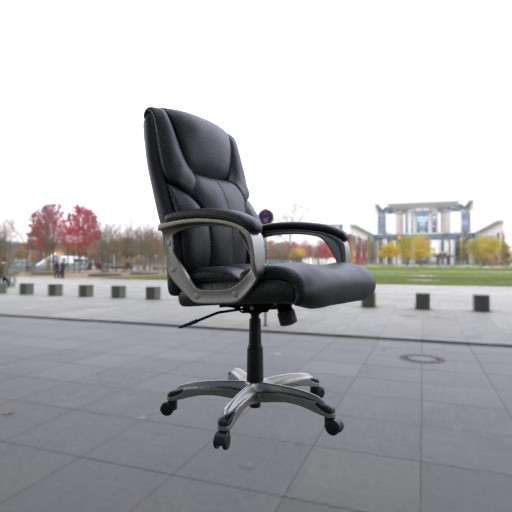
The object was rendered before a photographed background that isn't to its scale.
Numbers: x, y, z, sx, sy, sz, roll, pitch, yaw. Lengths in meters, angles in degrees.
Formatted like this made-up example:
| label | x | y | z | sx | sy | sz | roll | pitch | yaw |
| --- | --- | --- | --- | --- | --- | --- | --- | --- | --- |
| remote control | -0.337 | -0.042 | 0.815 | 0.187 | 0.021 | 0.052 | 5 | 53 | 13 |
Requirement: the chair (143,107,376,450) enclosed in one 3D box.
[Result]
| label | x | y | z | sx | sy | sz | roll | pitch | yaw |
| --- | --- | --- | --- | --- | --- | --- | --- | --- | --- |
| chair | 0.000 | 0.000 | 1.623 | 0.739 | 1.155 | 0.663 | -1 | -1 | 36 |
